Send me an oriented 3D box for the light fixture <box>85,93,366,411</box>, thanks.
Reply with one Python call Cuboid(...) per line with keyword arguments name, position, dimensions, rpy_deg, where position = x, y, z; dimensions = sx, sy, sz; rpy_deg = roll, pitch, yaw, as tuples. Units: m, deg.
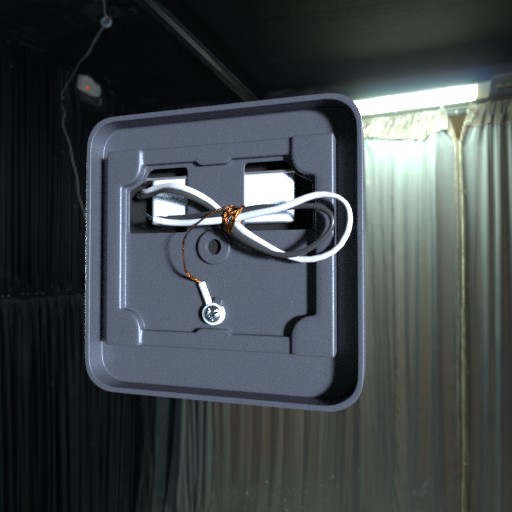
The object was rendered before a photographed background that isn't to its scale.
Cuboid(name="light fixture", position=(0.000, 0.000, 0.218), dimensions=(0.109, 0.109, 0.132), rpy_deg=(0, -1, 16))
